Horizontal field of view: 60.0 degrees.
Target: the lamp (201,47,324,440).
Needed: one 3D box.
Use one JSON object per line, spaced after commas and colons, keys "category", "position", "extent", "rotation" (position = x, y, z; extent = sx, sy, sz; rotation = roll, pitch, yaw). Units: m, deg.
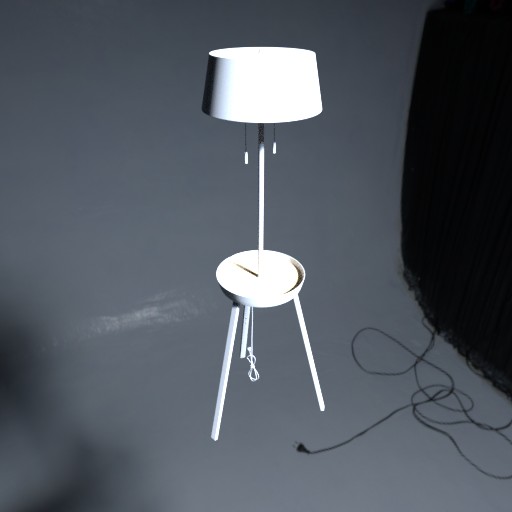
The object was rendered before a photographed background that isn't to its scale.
{"category": "lamp", "position": [0.000, 0.000, 1.669], "extent": [0.508, 1.429, 0.468], "rotation": [-10, 32, -16]}
